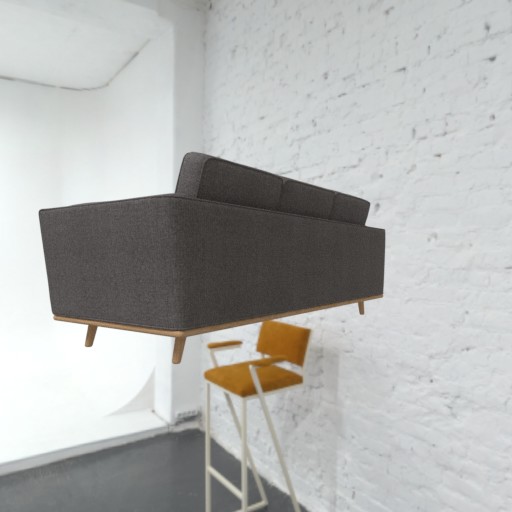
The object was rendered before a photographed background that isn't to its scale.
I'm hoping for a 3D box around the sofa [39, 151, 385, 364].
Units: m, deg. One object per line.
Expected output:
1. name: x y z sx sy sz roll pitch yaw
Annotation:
1. sofa: 0.000 0.000 2.805 0.903 0.899 2.362 0 -1 35
